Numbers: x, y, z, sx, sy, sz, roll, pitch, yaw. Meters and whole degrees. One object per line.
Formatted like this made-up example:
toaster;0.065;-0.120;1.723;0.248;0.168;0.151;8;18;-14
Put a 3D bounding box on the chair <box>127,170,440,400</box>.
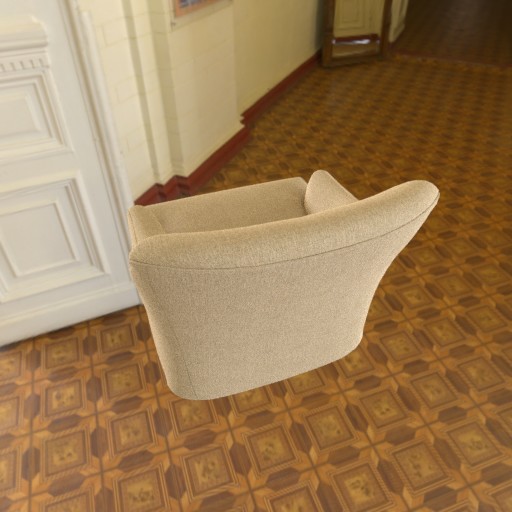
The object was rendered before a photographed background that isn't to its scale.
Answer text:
chair;0.000;0.000;1.595;0.864;0.856;0.923;-13;42;-15
